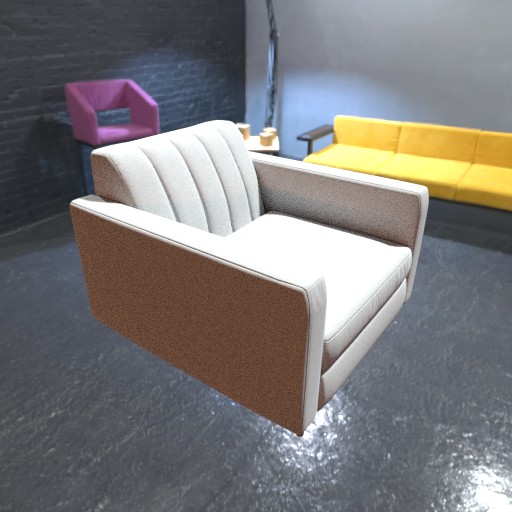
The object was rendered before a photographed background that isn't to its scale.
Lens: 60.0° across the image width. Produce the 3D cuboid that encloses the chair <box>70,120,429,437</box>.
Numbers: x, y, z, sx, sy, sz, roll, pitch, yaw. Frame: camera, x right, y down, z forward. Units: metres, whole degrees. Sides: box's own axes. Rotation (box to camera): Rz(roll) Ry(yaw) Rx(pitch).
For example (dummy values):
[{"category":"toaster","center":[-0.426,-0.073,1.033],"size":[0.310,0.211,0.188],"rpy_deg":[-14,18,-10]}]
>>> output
[{"category":"chair","center":[0.000,0.000,1.703],"size":[0.998,0.819,0.953],"rpy_deg":[19,34,32]}]
